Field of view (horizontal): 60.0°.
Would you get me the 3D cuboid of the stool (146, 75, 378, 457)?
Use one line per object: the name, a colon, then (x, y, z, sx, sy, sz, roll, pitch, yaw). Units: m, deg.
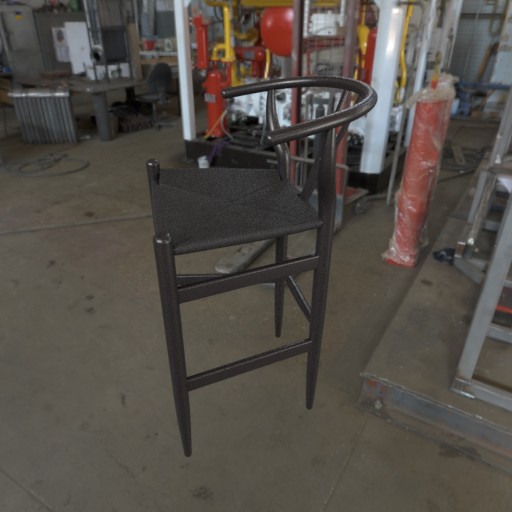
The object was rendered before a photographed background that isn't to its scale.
stool: (0.000, 0.000, 1.332, 0.579, 0.970, 0.569, -7, 31, -12)
